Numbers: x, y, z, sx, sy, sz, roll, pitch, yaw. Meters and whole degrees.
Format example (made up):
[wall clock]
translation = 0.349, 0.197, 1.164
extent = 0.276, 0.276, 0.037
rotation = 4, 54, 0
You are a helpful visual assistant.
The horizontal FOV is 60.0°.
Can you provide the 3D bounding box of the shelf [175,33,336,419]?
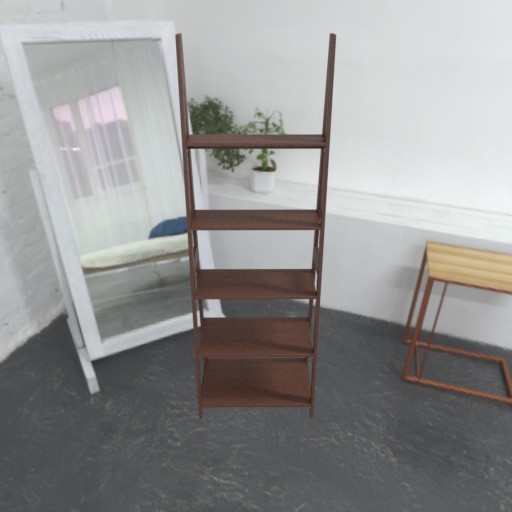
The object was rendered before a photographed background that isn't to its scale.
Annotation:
[shelf]
translation = 0.000, 0.000, 1.996
extent = 0.600, 1.770, 0.350
rotation = 0, 31, 0
